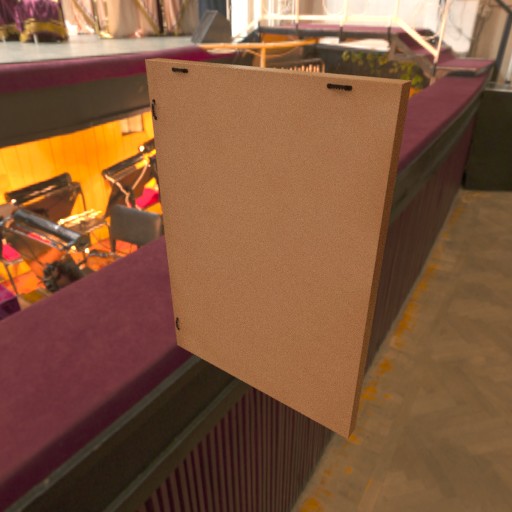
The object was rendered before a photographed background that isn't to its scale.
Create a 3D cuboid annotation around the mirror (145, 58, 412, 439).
[{"bbox_3d":[0.000,0.000,0.906,0.507,0.710,0.039,20,35,31],"label":"mirror"}]
